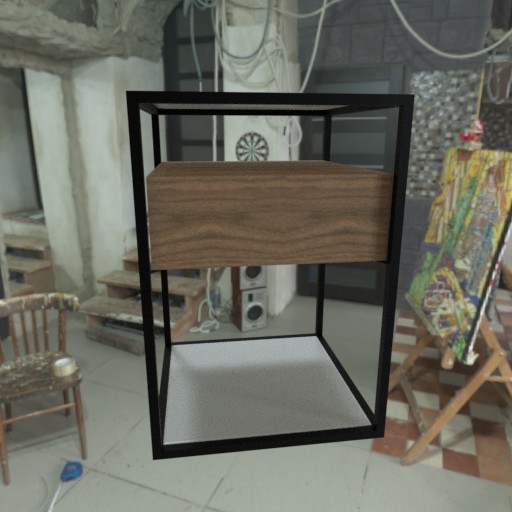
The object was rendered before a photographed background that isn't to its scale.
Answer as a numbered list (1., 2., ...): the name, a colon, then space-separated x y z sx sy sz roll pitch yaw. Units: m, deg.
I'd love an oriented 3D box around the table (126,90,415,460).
1. table: 0.000 0.000 0.822 0.378 0.540 0.378 -2 16 -8
